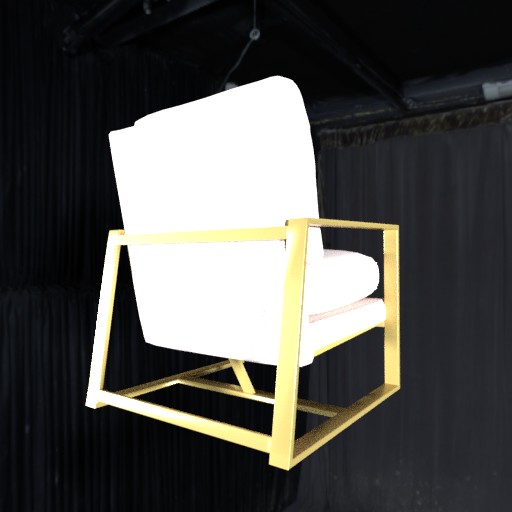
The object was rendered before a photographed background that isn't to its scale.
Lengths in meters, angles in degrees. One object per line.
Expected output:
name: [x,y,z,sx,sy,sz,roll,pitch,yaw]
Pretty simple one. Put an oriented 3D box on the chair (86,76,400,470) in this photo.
chair: [0.000,0.000,1.529,0.758,0.956,0.813,-1,-1,36]
